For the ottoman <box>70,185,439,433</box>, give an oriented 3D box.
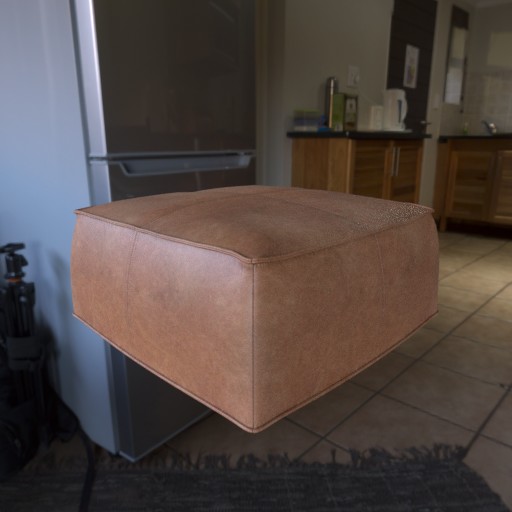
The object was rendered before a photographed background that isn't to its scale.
[{"bbox_3d":[0.000,0.000,1.401,0.901,0.395,0.902,15,22,43],"label":"ottoman"}]
